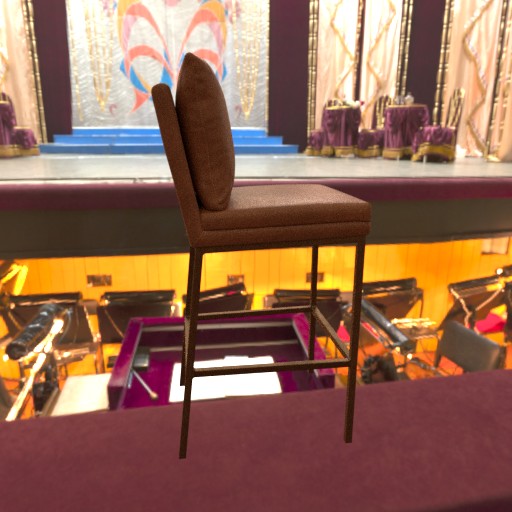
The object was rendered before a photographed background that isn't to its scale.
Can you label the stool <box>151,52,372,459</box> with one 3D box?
[{"bbox_3d":[0.000,0.000,1.416,0.571,1.124,0.463,-3,16,-9],"label":"stool"}]
